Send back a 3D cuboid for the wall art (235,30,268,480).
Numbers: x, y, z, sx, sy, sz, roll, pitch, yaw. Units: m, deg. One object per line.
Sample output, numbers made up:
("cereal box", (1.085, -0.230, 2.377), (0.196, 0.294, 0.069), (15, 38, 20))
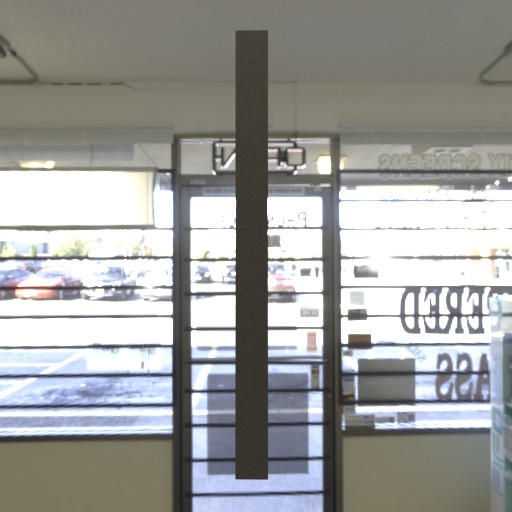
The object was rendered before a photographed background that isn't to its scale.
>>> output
("wall art", (0.000, 0.000, 0.754), (0.037, 0.507, 0.509), (0, -1, 1))
